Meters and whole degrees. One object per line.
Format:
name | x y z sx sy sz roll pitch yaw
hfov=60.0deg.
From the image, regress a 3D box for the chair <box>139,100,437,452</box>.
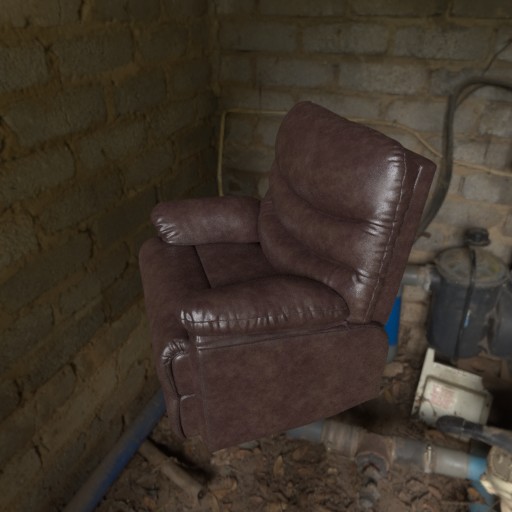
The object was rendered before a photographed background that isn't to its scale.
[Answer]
chair | 0.000 0.000 1.729 0.879 1.041 0.940 -9 31 -15
